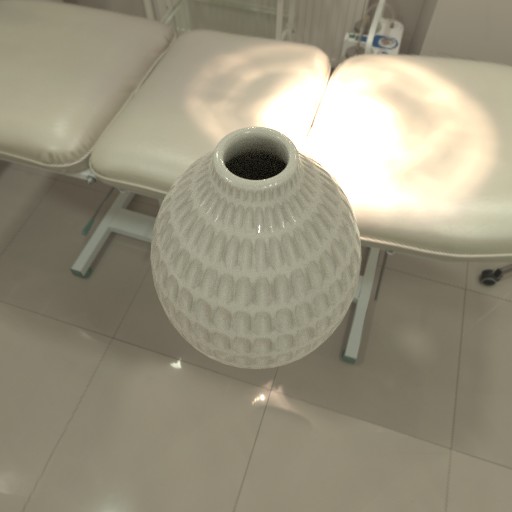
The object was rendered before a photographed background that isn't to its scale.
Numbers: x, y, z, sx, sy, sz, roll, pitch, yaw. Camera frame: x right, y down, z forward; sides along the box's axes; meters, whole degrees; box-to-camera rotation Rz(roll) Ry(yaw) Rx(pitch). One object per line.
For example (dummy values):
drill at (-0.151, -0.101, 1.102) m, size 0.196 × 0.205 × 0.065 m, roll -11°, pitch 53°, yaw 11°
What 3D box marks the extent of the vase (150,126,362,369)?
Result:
vase at (0.000, 0.000, 0.348) m, size 0.162 × 0.223 × 0.162 m, roll 0°, pitch 58°, yaw 0°
